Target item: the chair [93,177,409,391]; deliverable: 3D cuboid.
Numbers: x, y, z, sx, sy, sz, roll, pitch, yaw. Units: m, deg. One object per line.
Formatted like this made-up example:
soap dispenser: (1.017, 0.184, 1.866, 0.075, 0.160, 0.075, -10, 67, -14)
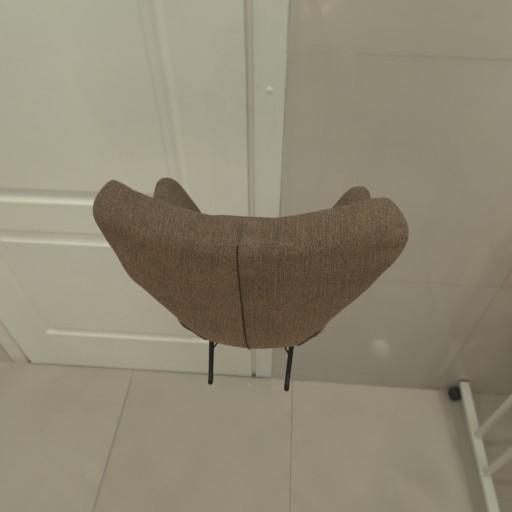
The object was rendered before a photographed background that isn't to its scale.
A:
chair: (0.000, 0.000, 1.789, 0.980, 1.040, 0.900, 3, 47, 3)
